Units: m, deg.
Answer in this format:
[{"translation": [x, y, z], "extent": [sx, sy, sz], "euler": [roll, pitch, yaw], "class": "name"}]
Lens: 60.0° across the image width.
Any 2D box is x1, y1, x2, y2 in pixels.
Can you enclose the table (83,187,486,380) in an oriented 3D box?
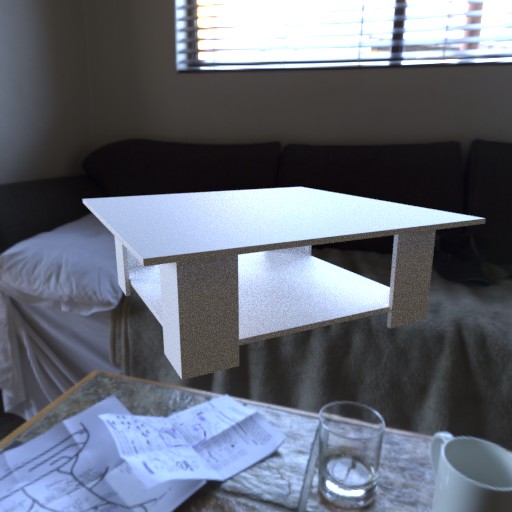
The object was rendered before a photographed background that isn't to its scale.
[{"translation": [0.000, 0.000, 1.381], "extent": [0.890, 0.305, 0.890], "euler": [-7, 16, -26], "class": "table"}]
